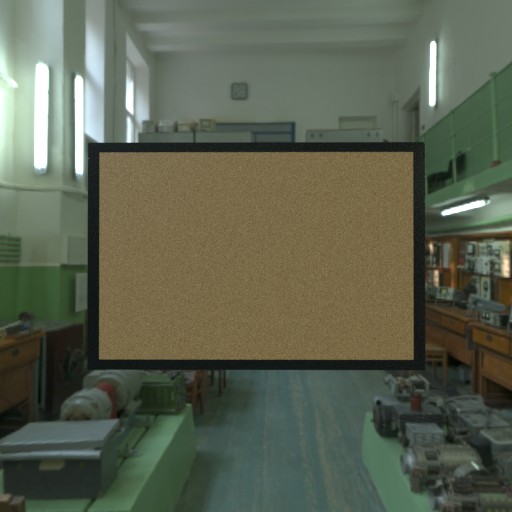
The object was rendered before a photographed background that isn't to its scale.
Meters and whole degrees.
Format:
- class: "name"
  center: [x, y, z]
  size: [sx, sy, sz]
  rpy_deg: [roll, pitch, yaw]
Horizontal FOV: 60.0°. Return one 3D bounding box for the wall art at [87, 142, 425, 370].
- class: "wall art"
  center: [0.000, 0.000, 1.081]
  size: [0.819, 0.552, 0.015]
  rpy_deg: [0, 0, 0]
